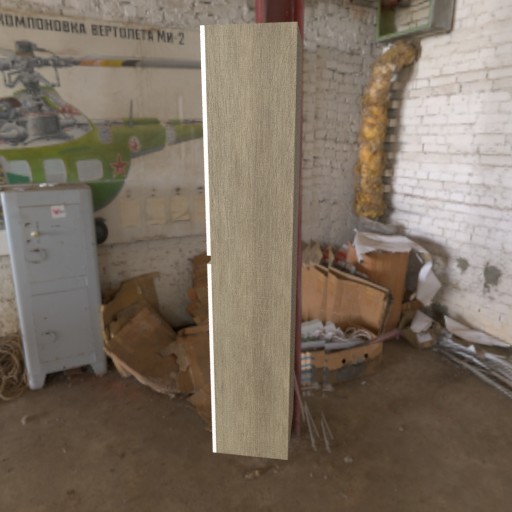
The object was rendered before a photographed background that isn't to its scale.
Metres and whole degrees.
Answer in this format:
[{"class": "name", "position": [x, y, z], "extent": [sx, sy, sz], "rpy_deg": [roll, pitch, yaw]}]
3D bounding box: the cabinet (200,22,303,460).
[{"class": "cabinet", "position": [0.000, 0.000, 1.541], "extent": [0.270, 1.400, 0.300], "rpy_deg": [2, 15, 8]}]
